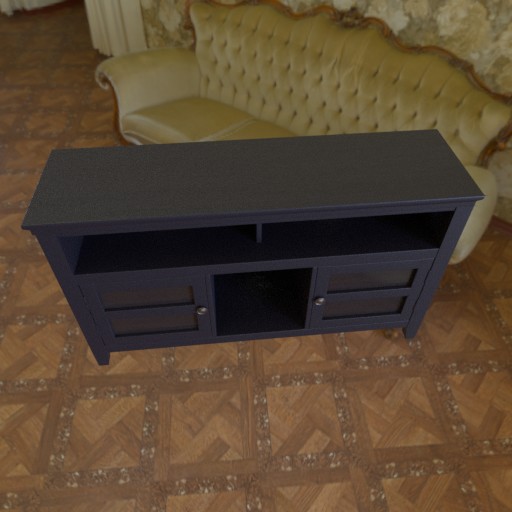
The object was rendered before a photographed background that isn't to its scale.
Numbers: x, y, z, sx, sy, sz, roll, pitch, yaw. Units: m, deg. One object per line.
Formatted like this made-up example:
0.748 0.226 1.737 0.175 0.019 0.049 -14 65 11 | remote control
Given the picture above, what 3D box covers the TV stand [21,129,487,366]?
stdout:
0.000 0.000 1.491 1.198 0.681 0.347 -4 46 -4 | TV stand
